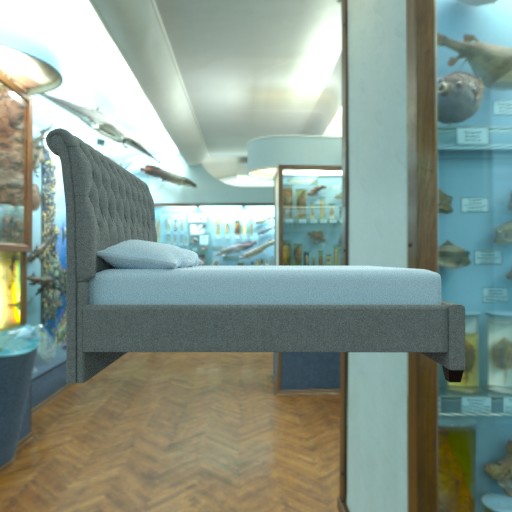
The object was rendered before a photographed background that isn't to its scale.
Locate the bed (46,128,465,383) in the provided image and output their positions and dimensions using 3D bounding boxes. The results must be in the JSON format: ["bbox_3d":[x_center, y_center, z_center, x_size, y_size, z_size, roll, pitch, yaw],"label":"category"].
[{"bbox_3d":[0.000,0.000,3.183,2.252,1.371,1.645,0,0,0],"label":"bed"}]
